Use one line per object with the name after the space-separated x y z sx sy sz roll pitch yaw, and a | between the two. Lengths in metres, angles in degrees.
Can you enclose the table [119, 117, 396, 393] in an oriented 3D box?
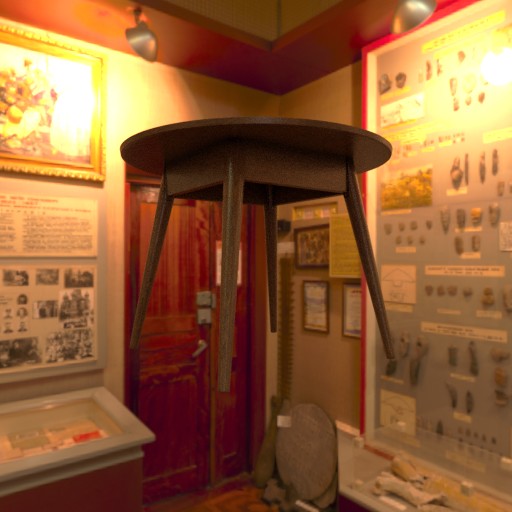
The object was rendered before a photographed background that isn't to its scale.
0.000 0.000 1.784 1.053 0.786 1.053 0 0 0 | table
